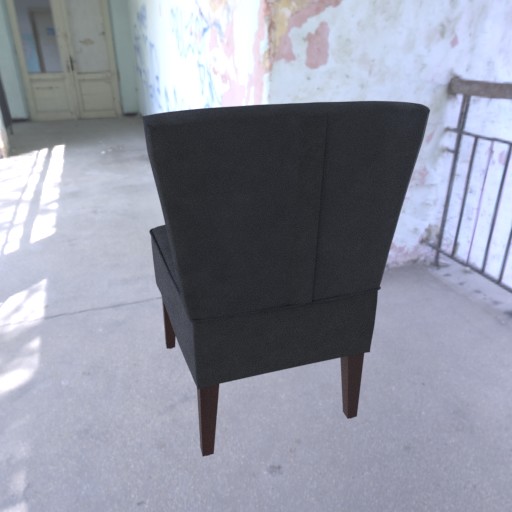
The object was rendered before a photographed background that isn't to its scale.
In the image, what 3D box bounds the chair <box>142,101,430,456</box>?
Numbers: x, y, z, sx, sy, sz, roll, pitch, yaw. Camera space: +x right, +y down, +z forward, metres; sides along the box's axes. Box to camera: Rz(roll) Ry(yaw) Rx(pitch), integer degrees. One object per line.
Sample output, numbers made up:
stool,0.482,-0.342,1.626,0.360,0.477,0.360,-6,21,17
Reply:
chair,0.000,0.000,1.144,0.521,0.806,0.554,-8,27,-16
